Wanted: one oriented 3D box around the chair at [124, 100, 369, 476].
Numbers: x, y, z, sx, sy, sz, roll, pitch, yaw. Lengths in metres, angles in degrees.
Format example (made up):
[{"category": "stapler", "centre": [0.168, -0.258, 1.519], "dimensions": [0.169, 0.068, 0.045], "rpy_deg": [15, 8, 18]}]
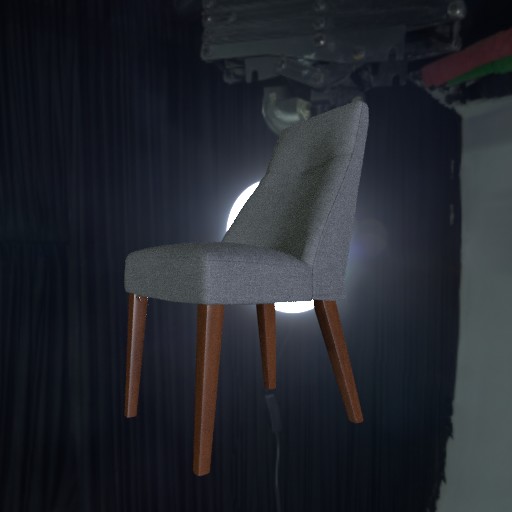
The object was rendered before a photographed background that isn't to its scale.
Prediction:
[{"category": "chair", "centre": [0.000, 0.000, 1.290], "dimensions": [0.620, 0.930, 0.500], "rpy_deg": [0, -1, -36]}]
